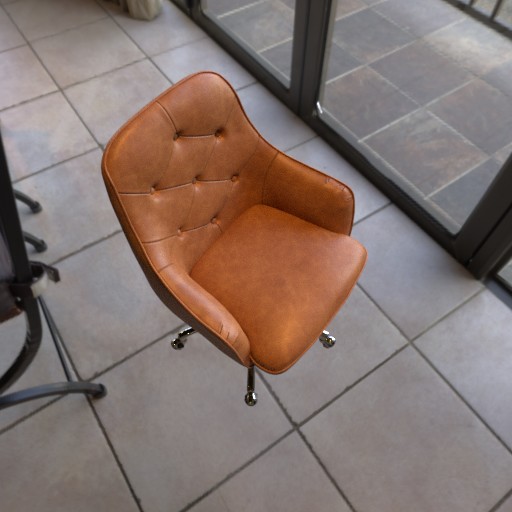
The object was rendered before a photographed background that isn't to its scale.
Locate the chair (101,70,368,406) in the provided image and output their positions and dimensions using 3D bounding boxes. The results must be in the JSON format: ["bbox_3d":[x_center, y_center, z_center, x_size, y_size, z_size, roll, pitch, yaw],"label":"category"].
[{"bbox_3d":[0.000,0.000,1.361,0.615,0.909,0.628,32,63,19],"label":"chair"}]
